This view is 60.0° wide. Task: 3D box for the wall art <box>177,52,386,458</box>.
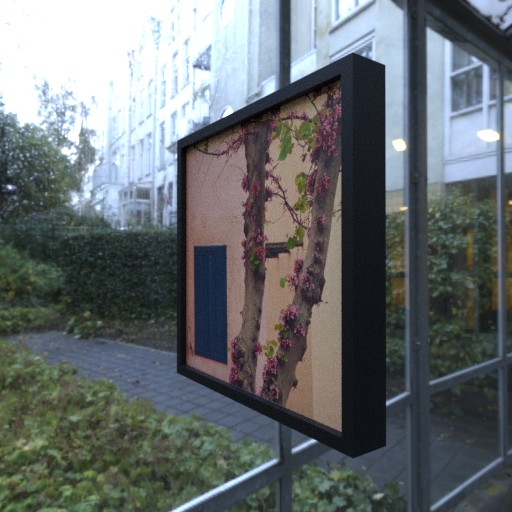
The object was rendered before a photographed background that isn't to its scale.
[{"bbox_3d":[0.000,0.000,0.466,0.038,0.304,0.305,0,0,-35],"label":"wall art"}]
